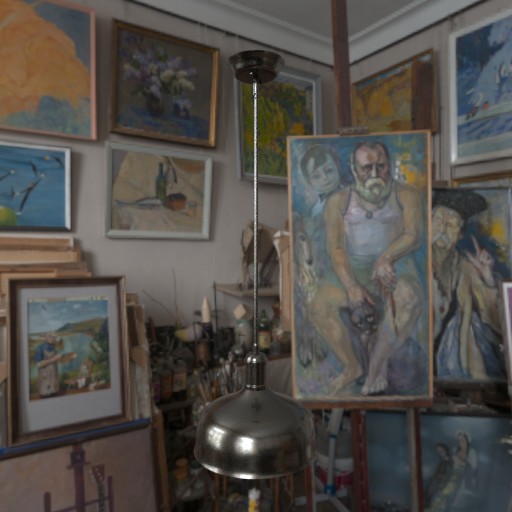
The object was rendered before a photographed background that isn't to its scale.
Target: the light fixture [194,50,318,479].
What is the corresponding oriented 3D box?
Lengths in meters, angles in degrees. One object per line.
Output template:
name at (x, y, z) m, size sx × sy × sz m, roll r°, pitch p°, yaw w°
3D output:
light fixture at (0.000, 0.000, 1.077) m, size 0.299 × 0.935 × 0.299 m, roll 0°, pitch 0°, yaw 18°
